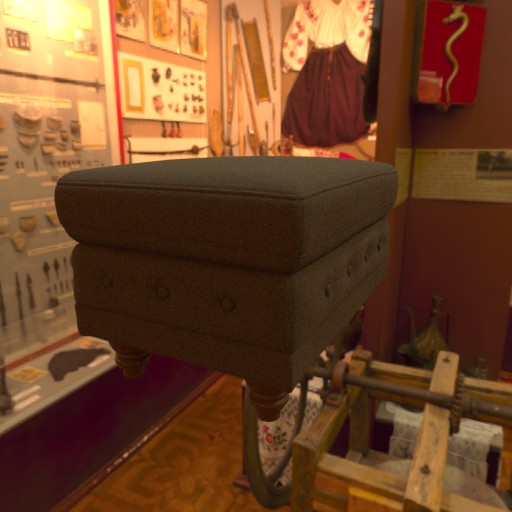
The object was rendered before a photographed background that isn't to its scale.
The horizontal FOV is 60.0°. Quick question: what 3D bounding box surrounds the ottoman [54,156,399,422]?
[{"bbox_3d":[0.000,0.000,1.145,0.569,0.500,0.771,7,16,27],"label":"ottoman"}]
